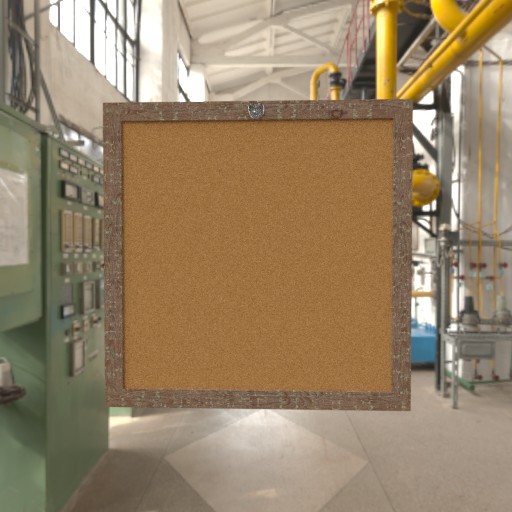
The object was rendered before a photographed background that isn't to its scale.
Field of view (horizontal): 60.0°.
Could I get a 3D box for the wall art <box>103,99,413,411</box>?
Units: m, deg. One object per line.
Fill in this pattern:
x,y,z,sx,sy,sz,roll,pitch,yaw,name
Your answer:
0.000,0.000,0.556,0.384,0.384,0.012,0,1,2,wall art
